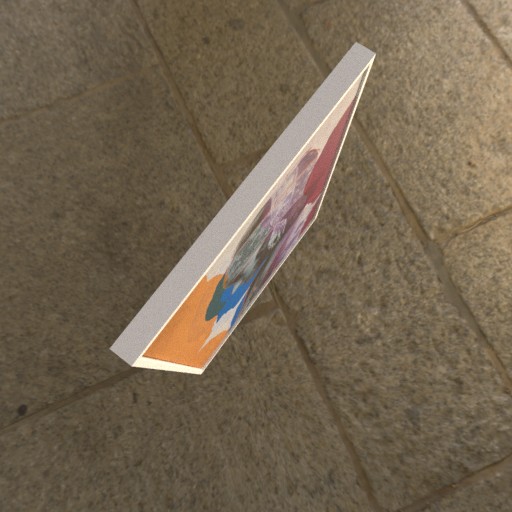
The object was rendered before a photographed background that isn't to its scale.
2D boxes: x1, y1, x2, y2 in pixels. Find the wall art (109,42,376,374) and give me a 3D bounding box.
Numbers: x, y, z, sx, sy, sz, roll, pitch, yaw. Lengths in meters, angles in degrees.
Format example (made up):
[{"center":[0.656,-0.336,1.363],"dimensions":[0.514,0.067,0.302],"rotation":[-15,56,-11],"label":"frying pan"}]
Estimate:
[{"center":[0.000,0.000,0.740],"dimensions":[0.030,0.549,0.443],"rotation":[35,77,9],"label":"wall art"}]
